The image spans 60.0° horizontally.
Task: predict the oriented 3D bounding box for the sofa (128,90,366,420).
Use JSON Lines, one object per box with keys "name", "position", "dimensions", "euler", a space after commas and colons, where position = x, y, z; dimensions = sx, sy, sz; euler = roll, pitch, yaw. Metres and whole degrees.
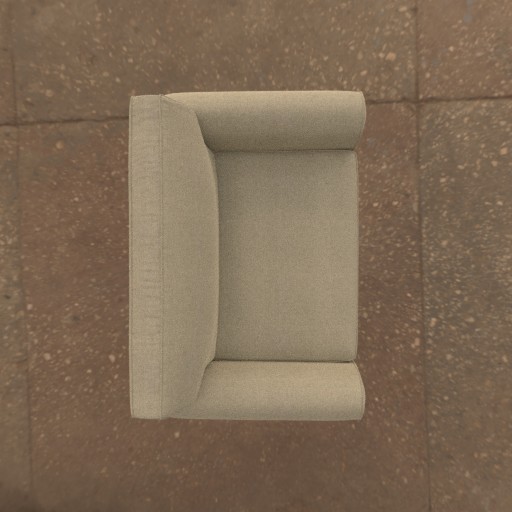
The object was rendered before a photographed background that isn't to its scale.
{"name": "sofa", "position": [0.000, 0.000, 2.005], "dimensions": [0.936, 0.991, 1.405], "euler": [0, 91, 2]}
